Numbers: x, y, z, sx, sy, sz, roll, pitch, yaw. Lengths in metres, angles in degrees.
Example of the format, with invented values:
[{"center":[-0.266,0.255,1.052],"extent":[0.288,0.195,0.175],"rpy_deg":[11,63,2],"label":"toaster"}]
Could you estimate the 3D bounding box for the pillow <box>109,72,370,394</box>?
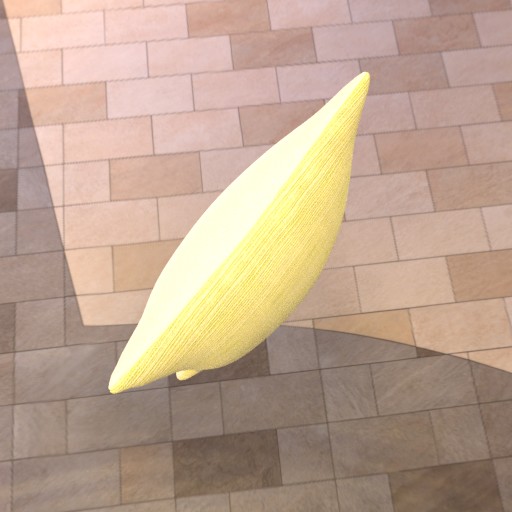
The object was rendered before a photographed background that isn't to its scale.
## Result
[{"center":[0.000,0.000,0.798],"extent":[0.229,0.487,0.560],"rpy_deg":[37,79,8],"label":"pillow"}]
